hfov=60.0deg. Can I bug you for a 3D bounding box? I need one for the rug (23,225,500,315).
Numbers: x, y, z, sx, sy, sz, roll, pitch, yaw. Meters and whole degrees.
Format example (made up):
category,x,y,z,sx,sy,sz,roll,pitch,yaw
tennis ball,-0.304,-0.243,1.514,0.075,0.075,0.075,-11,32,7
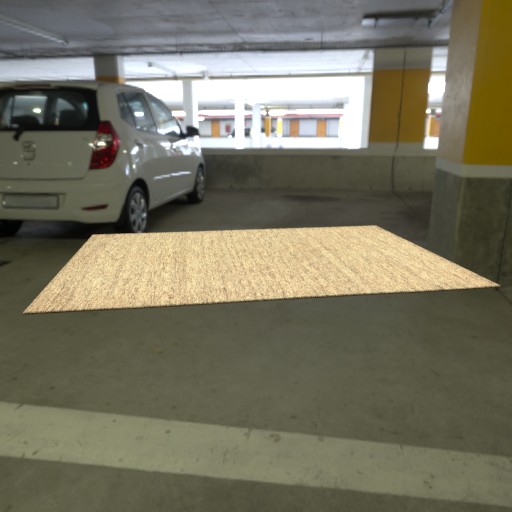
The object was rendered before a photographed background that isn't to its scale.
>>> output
category,x,y,z,sx,sy,sz,roll,pitch,yaw
rug,0.000,0.000,2.816,2.283,0.013,1.547,-2,16,-9
